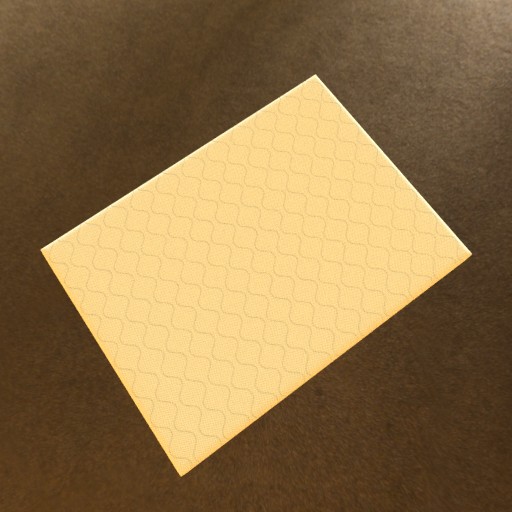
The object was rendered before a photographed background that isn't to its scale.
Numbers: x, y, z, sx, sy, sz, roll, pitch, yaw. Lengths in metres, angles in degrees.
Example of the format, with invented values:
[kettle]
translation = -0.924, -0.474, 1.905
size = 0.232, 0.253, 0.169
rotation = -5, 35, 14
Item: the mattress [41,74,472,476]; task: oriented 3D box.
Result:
[mattress]
translation = 0.000, 0.000, 2.490
size = 1.900, 0.200, 1.400
rotation = -35, 78, -8
